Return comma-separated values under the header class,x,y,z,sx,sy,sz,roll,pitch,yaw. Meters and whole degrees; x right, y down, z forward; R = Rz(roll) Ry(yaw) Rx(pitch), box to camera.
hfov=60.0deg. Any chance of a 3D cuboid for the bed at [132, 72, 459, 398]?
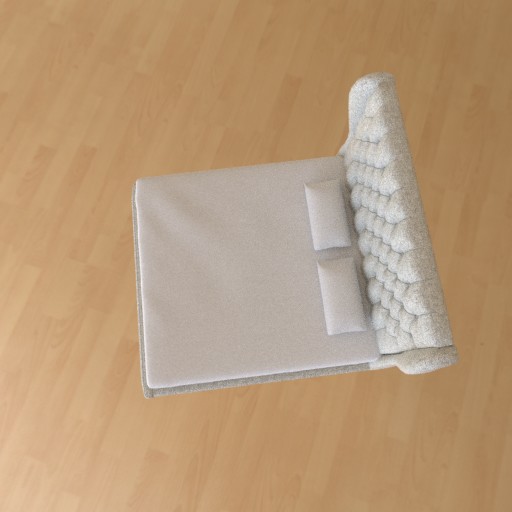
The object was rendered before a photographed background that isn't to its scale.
class,x,y,z,sx,sy,sz,roll,pitch,yaw
bed,0.000,0.000,3.848,2.347,1.771,2.219,-7,75,-2
